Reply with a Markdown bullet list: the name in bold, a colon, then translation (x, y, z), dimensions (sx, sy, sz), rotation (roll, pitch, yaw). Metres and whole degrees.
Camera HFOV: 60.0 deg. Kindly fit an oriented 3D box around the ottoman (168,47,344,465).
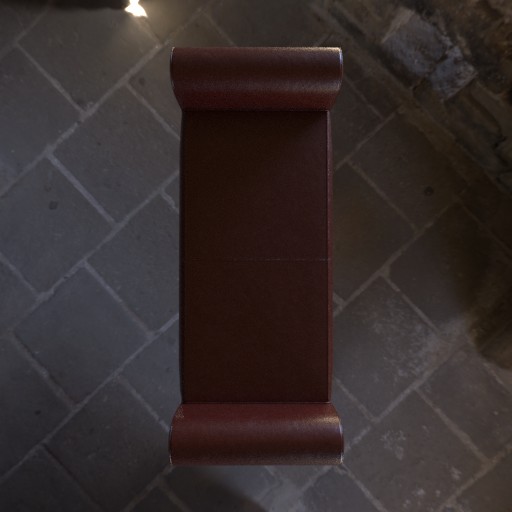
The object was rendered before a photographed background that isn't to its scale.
- **ottoman**: translation (0.000, 0.000, 1.549), dimensions (0.521, 0.547, 1.256), rotation (0, 89, 0)
